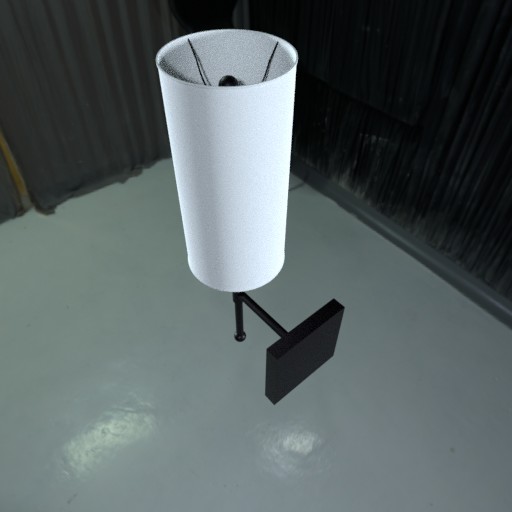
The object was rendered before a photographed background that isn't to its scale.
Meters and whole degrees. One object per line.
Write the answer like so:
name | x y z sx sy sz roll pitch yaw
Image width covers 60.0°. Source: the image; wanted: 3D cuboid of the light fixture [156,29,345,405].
light fixture | 0.000 0.000 0.547 0.128 0.462 0.208 -32 54 -27
